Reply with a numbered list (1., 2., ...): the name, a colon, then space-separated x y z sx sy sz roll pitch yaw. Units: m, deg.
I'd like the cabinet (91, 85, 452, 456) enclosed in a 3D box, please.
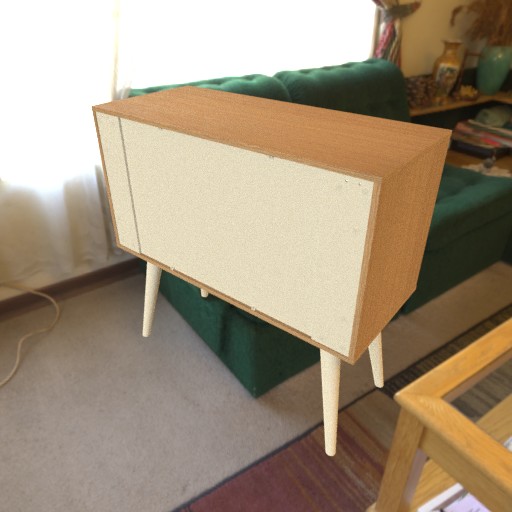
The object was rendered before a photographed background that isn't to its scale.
1. cabinet: 0.000 0.000 1.643 1.057 1.016 0.470 22 38 32
